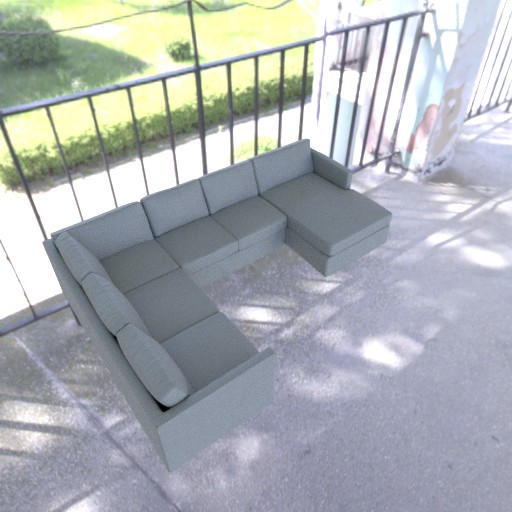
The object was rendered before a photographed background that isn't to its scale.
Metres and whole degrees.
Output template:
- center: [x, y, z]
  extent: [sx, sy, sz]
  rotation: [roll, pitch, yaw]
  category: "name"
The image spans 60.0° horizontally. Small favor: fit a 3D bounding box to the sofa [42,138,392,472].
- center: [0.000, 0.000, 4.561]
  extent: [3.460, 0.882, 2.427]
  rotation: [-27, 48, -27]
  category: "sofa"
